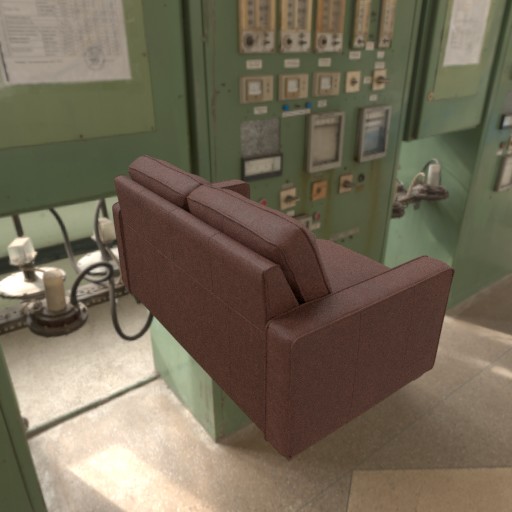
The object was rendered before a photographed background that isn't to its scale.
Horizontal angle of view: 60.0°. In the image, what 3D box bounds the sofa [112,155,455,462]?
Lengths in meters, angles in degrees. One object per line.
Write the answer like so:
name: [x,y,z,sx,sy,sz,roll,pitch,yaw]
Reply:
sofa: [0.000,0.000,2.342,0.947,0.918,1.709,-17,31,-32]
